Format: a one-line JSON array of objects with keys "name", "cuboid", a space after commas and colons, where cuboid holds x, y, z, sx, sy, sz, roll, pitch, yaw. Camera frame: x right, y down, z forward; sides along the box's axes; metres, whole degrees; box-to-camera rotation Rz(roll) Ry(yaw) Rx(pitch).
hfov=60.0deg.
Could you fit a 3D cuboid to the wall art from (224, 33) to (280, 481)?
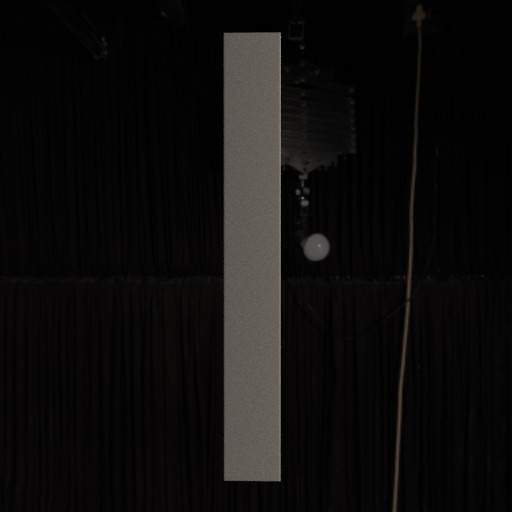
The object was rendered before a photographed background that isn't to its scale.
[{"name": "wall art", "cuboid": [0.000, 0.000, 0.451, 0.038, 0.302, 0.305, 0, 0, 1]}]
